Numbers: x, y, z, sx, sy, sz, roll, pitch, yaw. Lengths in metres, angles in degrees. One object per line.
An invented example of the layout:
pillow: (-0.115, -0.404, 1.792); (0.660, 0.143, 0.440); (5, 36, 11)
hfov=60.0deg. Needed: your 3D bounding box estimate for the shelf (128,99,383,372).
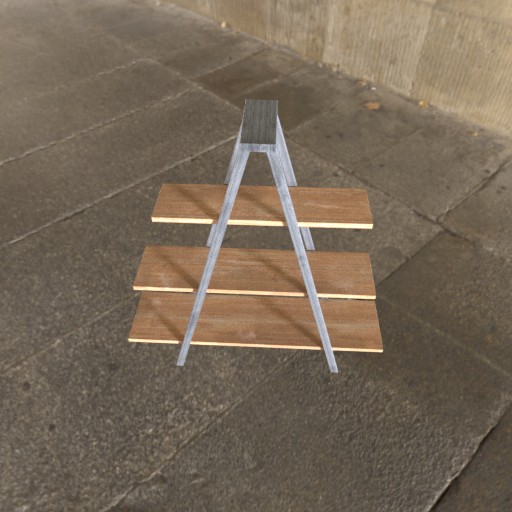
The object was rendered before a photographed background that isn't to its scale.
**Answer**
shelf: (0.000, 0.000, 2.716); (1.746, 1.808, 0.508); (2, 46, 2)
